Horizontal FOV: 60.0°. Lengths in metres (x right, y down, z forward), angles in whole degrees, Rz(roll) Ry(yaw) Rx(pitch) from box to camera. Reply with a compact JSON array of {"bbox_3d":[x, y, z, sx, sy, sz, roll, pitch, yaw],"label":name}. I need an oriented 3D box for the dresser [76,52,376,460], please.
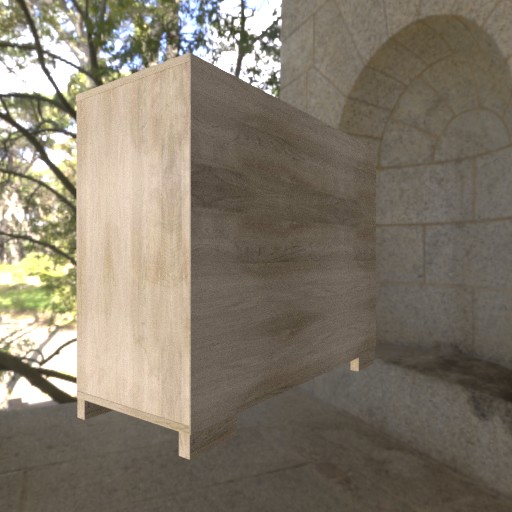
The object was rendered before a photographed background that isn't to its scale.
[{"bbox_3d":[0.000,0.000,1.403,0.404,0.816,0.994,0,0,36],"label":"dresser"}]
